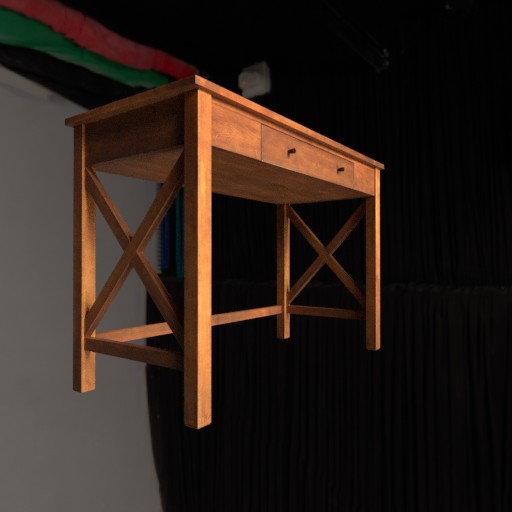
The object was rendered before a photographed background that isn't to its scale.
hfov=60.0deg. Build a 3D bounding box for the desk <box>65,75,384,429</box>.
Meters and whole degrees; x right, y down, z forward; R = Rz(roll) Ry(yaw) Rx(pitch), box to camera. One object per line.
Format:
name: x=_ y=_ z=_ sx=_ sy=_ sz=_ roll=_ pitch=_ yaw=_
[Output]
desk: x=0.000 y=0.000 z=1.537 sx=0.508 sy=0.762 sz=1.117 roll=0 pitch=-1 yaw=36
